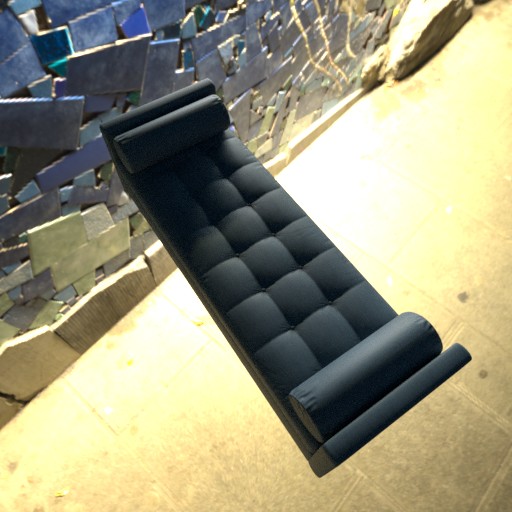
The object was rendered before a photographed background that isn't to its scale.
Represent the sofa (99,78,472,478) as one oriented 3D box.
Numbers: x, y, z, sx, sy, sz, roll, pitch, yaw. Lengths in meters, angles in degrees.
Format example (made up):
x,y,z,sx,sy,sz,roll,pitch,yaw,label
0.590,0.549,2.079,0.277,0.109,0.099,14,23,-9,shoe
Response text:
x,y,z,sx,sy,sz,roll,pitch,yaw,label
0.000,0.000,2.269,0.686,0.635,1.981,-30,64,-17,sofa
